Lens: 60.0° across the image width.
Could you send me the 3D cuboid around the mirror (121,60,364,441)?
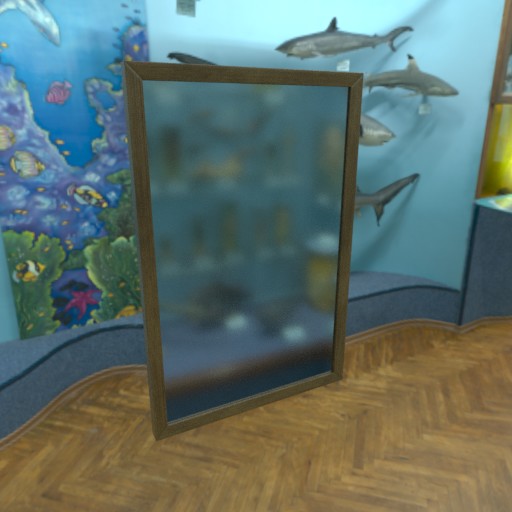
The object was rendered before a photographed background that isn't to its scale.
[{"bbox_3d":[0.000,0.000,1.168,0.609,0.915,0.040,-9,20,-26],"label":"mirror"}]
